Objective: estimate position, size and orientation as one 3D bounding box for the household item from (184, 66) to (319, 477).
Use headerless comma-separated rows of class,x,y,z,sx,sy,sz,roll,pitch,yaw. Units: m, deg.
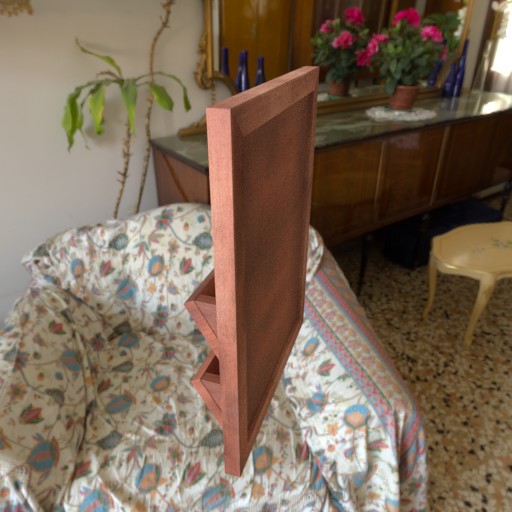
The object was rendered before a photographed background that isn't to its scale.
household item,0.000,0.000,0.547,0.067,0.407,0.310,9,30,16
